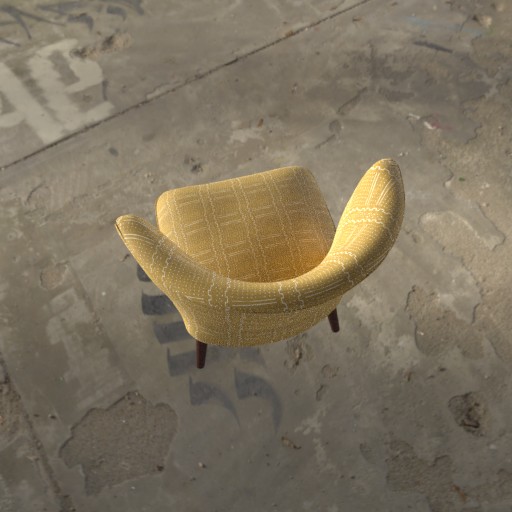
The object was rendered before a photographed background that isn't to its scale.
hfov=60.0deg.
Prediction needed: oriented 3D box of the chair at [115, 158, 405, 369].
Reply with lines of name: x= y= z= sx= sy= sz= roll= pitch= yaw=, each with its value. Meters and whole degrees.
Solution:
chair: x=0.000 y=0.000 z=1.435 sx=0.706 sy=0.866 sz=0.758 roll=-13 pitch=61 yaw=-8
